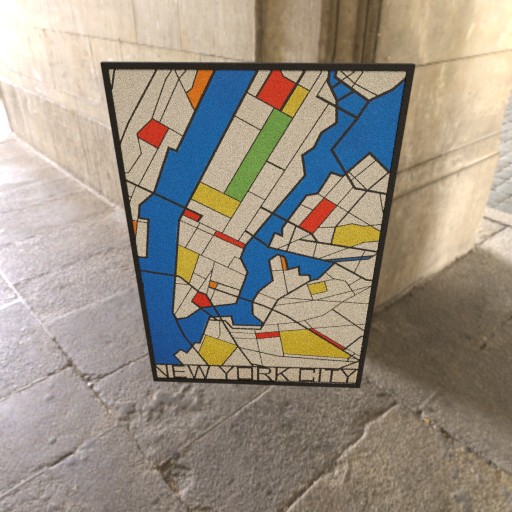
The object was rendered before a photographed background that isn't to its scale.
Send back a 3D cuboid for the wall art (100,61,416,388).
[{"bbox_3d":[0.000,0.000,0.816,0.457,0.657,0.013,1,31,2],"label":"wall art"}]
